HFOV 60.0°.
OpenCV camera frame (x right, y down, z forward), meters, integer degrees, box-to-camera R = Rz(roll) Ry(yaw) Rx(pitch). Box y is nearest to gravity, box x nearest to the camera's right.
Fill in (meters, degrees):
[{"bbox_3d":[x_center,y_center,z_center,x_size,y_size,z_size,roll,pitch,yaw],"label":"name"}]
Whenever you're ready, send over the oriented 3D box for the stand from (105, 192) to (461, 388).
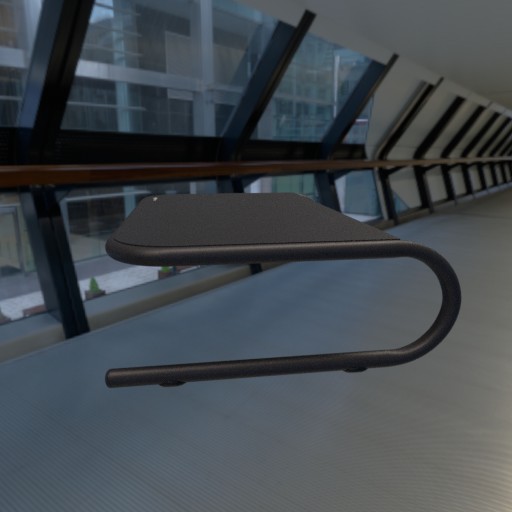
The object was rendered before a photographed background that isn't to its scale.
[{"bbox_3d":[0.000,0.000,0.509,0.280,0.108,0.370,-2,14,-8],"label":"stand"}]
